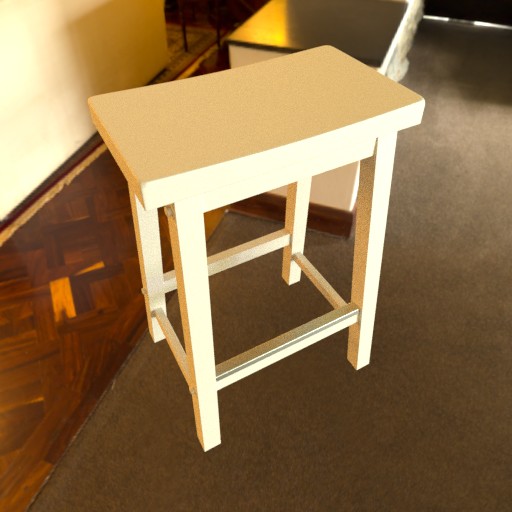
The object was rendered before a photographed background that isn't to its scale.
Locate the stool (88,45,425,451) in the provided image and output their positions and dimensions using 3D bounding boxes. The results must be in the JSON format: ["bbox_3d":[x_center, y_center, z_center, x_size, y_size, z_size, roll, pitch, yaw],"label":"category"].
[{"bbox_3d":[0.000,0.000,0.819,0.406,0.610,0.322,-21,49,-20],"label":"stool"}]
